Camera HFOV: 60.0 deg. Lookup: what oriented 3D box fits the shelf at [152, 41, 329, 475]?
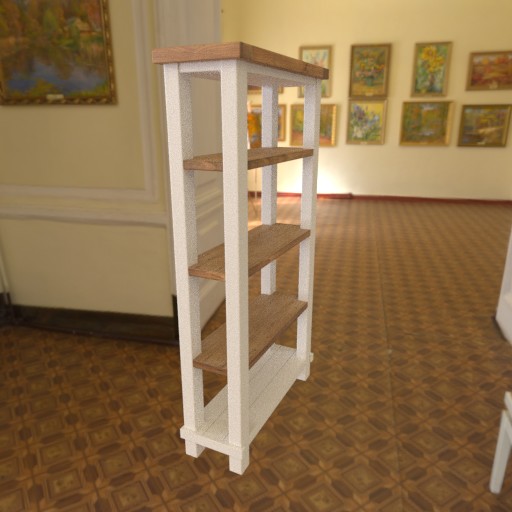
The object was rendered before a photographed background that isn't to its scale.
[{"bbox_3d":[0.000,0.000,2.314,0.381,1.878,1.022,8,19,25],"label":"shelf"}]
